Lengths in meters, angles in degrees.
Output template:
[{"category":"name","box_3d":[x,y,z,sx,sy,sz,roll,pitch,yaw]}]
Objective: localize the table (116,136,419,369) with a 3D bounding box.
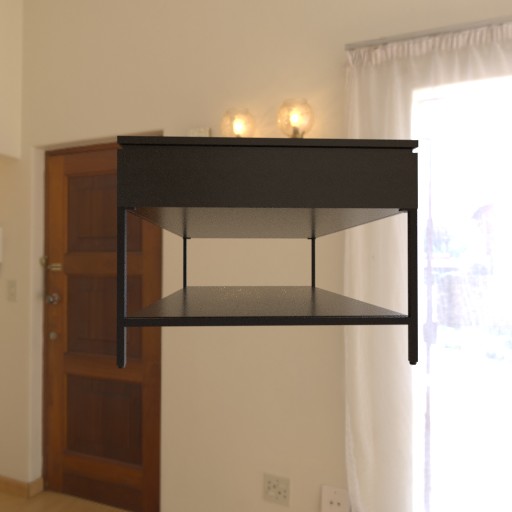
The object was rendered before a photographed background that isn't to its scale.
[{"category":"table","box_3d":[0.000,0.000,1.384,0.574,0.435,1.095,0,-1,-3]}]
